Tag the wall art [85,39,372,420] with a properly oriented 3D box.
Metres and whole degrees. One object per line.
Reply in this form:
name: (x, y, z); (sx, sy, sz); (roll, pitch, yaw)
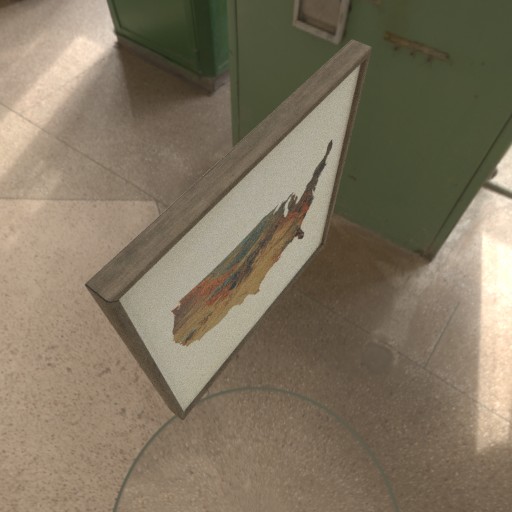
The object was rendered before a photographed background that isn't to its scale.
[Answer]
wall art: (0.000, 0.000, 1.100); (0.050, 0.751, 0.749); (33, 63, 19)
